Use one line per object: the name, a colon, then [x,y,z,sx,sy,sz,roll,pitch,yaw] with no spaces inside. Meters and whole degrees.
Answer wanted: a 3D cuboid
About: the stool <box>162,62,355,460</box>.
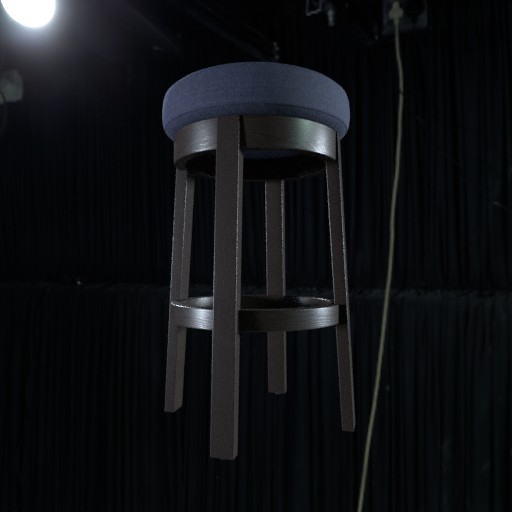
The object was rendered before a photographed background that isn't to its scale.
stool: [0.000,0.000,1.030,0.446,0.758,0.446,0,-1,0]
